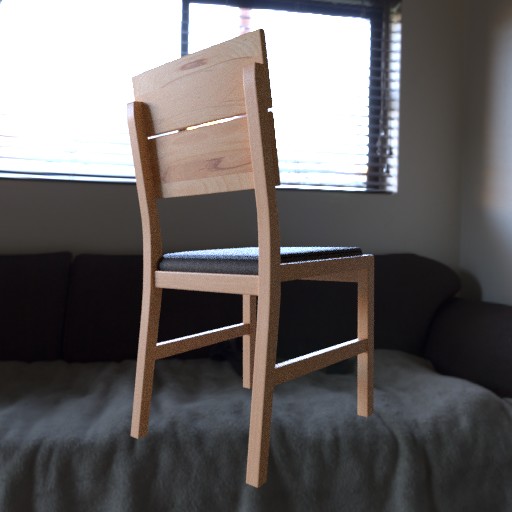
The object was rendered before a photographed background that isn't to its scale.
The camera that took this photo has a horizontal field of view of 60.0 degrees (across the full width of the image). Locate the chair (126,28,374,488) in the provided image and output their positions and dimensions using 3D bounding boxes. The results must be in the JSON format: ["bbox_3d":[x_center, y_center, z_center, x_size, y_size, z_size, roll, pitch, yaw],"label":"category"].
[{"bbox_3d":[0.000,0.000,1.252,0.475,0.950,0.560,1,1,37],"label":"chair"}]
